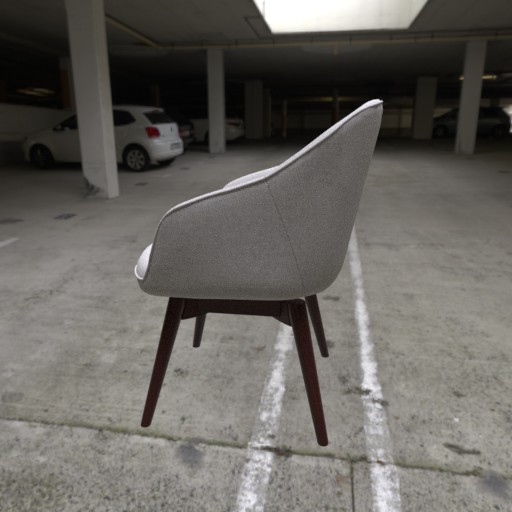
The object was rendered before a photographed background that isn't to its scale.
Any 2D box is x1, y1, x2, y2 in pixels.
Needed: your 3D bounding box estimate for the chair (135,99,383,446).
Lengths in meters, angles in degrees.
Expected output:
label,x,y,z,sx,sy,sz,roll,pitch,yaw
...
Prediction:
label,x,y,z,sx,sy,sz,roll,pitch,yaw
chair,0.000,0.000,1.251,0.635,0.823,0.596,2,15,9
